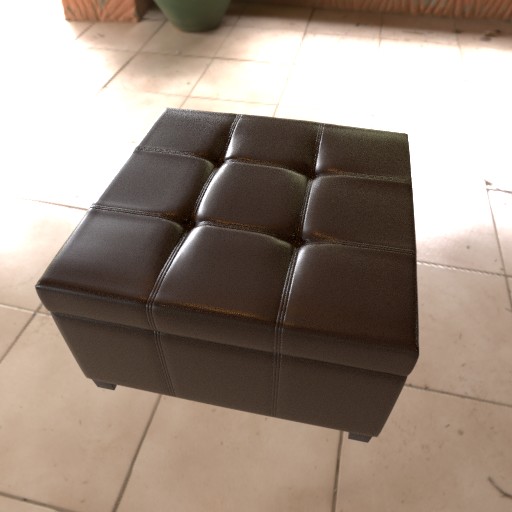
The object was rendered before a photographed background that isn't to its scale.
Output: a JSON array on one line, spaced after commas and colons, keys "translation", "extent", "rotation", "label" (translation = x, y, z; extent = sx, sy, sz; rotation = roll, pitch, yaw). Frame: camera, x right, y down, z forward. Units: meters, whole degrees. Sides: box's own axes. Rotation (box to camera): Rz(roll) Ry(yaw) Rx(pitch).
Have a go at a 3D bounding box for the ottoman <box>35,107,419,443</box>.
[{"translation": [0.000, 0.000, 1.268], "extent": [0.787, 0.460, 0.788], "rotation": [9, 47, 8], "label": "ottoman"}]
